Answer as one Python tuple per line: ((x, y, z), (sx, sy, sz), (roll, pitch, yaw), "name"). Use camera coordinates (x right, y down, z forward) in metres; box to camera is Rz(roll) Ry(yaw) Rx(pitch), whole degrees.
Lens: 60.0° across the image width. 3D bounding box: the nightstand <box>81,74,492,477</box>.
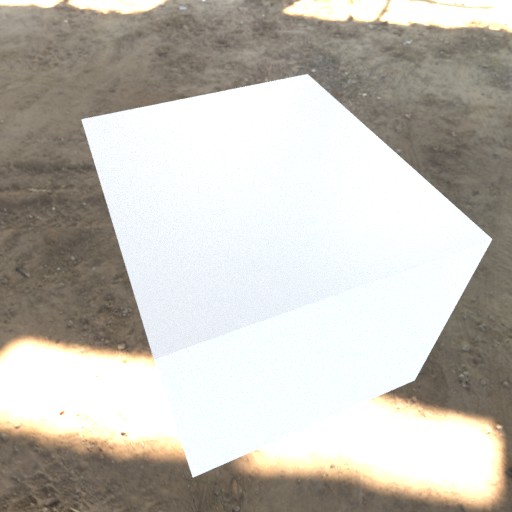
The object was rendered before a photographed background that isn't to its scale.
((0.000, 0.000, 0.745), (0.408, 0.351, 0.470), (-17, 49, -16), "nightstand")
